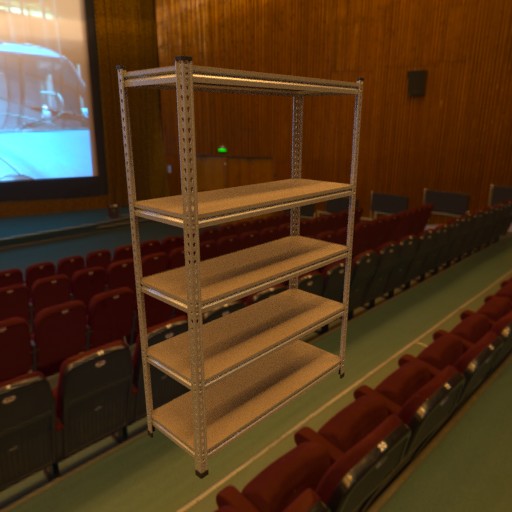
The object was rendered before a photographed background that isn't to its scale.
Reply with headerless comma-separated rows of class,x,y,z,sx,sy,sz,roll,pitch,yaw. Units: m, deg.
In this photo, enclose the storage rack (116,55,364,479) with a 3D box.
storage rack,0.000,0.000,2.382,0.457,1.829,1.219,16,23,41
